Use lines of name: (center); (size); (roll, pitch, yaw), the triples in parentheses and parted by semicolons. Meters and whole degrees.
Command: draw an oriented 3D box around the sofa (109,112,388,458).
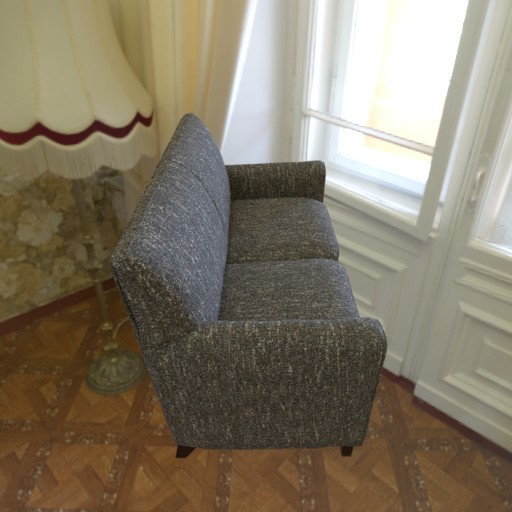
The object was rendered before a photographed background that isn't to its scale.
sofa: (0.000, 0.000, 2.028); (0.801, 0.946, 1.519); (0, 33, 0)
